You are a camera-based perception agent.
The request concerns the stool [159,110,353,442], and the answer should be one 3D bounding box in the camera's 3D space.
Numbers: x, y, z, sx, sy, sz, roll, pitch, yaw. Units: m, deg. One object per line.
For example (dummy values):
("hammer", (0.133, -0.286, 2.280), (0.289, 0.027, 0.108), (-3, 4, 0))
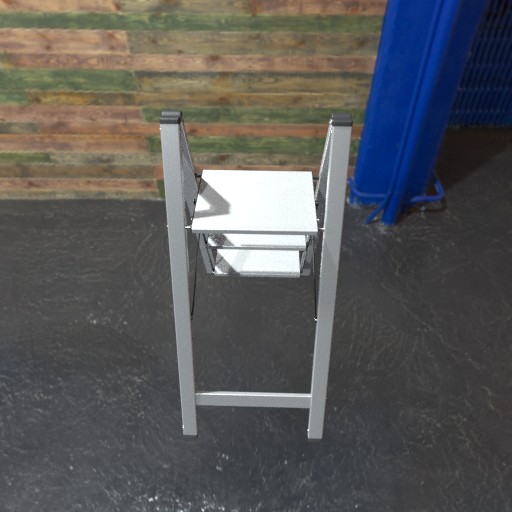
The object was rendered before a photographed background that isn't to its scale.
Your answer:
("stool", (0.000, 0.000, 1.325), (0.441, 0.902, 0.730), (1, 45, 1))
